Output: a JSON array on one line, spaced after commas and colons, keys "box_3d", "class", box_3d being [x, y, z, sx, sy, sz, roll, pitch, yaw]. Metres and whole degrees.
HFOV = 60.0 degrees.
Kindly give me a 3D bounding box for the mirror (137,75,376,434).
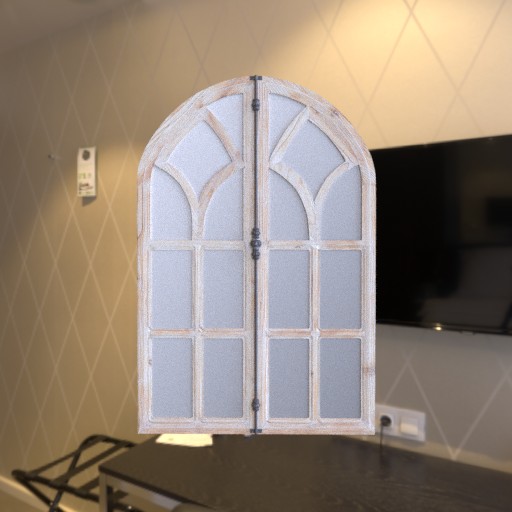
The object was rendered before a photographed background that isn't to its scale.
[{"box_3d": [0.000, 0.000, 1.131, 0.609, 0.915, 0.032, 0, 1, 1], "class": "mirror"}]
